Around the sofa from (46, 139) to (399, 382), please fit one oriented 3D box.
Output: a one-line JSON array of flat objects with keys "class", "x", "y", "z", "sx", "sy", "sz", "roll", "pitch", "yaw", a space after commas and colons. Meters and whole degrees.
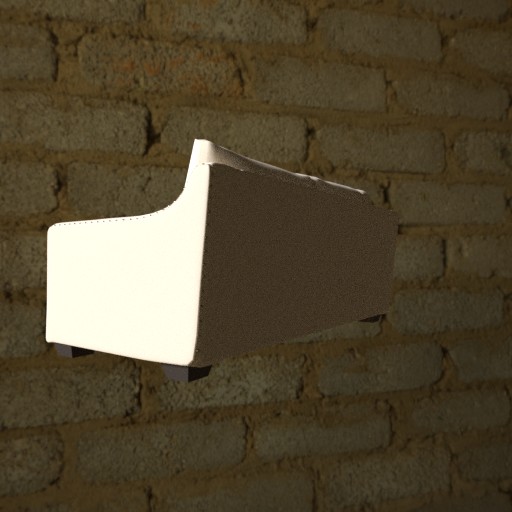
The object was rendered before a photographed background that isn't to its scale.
[{"class": "sofa", "x": 0.000, "y": 0.000, "z": 2.342, "sx": 0.949, "sy": 0.830, "sz": 1.812, "roll": 0, "pitch": 0, "yaw": 35}]
